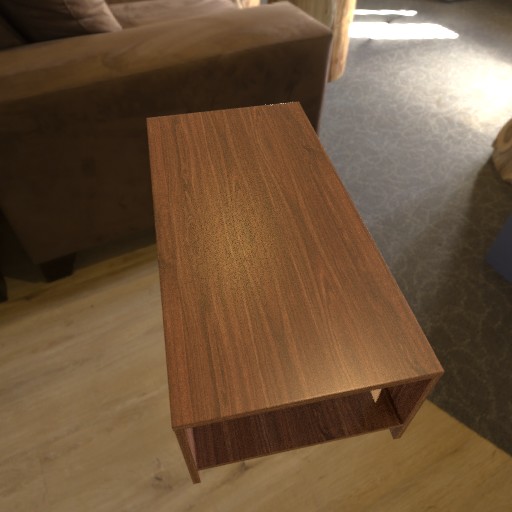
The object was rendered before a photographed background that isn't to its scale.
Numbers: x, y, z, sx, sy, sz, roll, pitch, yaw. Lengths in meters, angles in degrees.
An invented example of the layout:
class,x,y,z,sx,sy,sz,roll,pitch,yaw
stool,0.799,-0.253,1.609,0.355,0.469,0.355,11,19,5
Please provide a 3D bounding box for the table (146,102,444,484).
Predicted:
class,x,y,z,sx,sy,sz,roll,pitch,yaw
table,0.000,0.000,1.480,0.600,0.400,1.200,-9,48,-8
